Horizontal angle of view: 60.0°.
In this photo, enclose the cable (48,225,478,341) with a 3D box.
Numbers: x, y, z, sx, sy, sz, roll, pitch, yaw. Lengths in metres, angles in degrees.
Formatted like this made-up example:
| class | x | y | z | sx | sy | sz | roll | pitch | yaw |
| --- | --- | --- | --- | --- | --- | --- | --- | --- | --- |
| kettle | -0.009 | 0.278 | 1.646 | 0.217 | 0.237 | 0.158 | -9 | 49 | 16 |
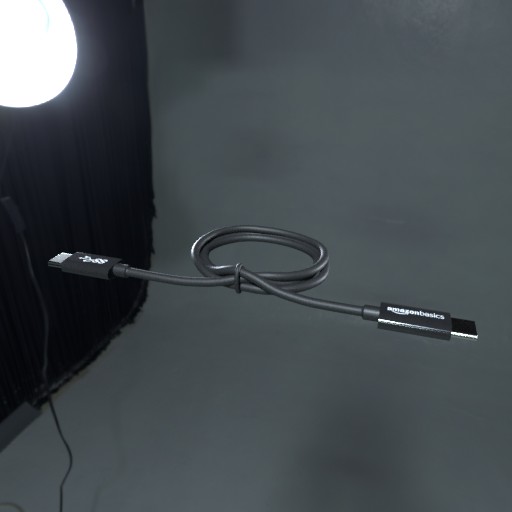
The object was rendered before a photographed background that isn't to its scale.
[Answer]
| class | x | y | z | sx | sy | sz | roll | pitch | yaw |
| --- | --- | --- | --- | --- | --- | --- | --- | --- | --- |
| cable | 0.000 | 0.000 | 0.209 | 0.186 | 0.014 | 0.070 | 8 | 27 | 16 |
